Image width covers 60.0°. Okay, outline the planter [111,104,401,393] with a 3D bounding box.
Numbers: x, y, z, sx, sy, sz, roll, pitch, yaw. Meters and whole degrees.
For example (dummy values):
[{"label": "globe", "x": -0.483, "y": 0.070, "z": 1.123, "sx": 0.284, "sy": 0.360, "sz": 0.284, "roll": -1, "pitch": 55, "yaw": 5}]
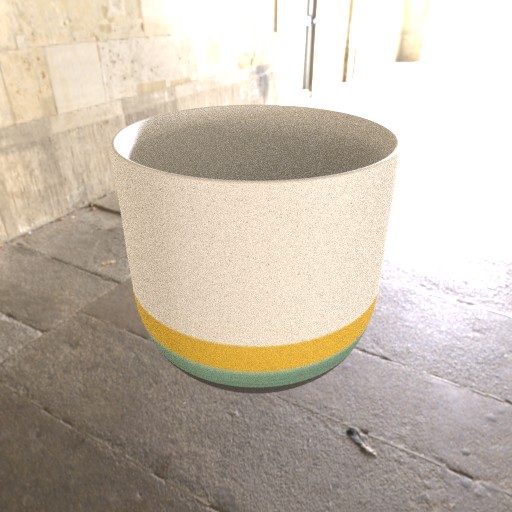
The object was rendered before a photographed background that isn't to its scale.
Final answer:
[{"label": "planter", "x": 0.000, "y": 0.000, "z": 0.488, "sx": 0.268, "sy": 0.270, "sz": 0.268, "roll": 0, "pitch": 30, "yaw": 0}]
